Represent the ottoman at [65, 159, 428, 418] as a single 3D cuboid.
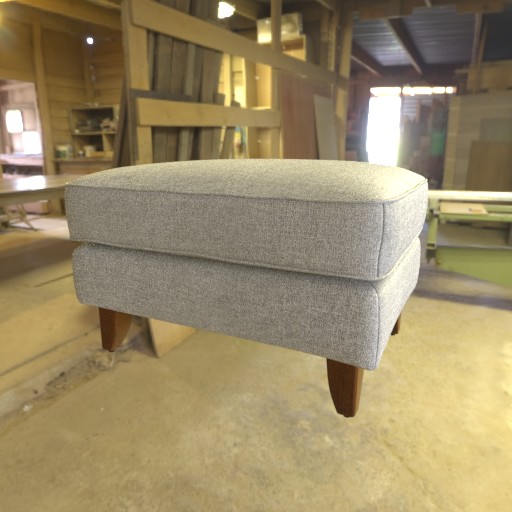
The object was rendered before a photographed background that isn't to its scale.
[{"bbox_3d":[0.000,0.000,1.323,0.889,0.561,0.661,7,16,26],"label":"ottoman"}]
